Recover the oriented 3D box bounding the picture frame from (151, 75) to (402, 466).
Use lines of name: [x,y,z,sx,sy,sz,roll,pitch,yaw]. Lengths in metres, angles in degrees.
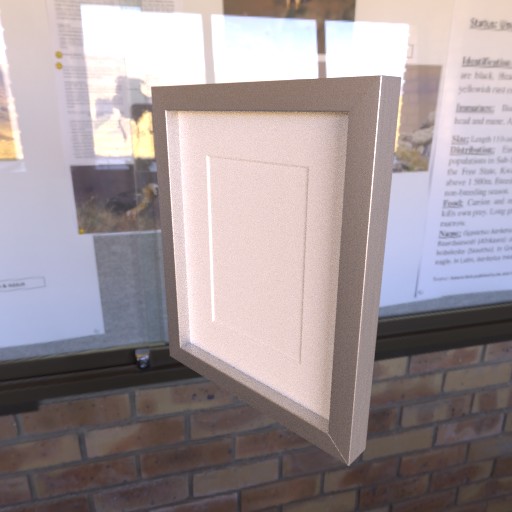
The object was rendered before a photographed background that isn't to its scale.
picture frame: [0.000,0.000,0.387,0.233,0.282,0.036,17,25,41]
